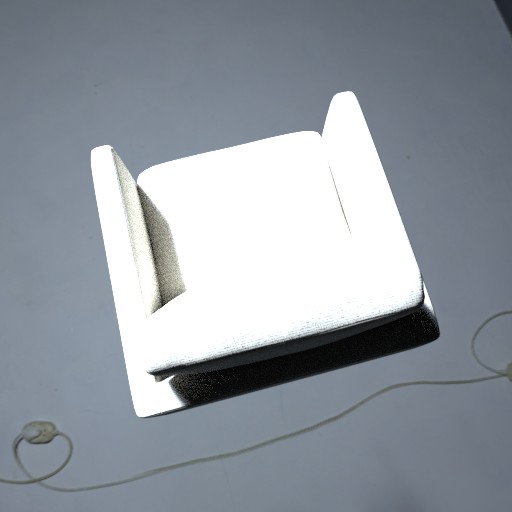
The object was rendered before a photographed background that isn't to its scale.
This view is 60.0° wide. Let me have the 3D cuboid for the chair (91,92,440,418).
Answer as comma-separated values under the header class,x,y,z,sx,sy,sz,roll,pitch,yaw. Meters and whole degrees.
class,x,y,z,sx,sy,sz,roll,pitch,yaw
chair,0.000,0.000,1.709,0.996,0.919,0.959,-14,76,-4
